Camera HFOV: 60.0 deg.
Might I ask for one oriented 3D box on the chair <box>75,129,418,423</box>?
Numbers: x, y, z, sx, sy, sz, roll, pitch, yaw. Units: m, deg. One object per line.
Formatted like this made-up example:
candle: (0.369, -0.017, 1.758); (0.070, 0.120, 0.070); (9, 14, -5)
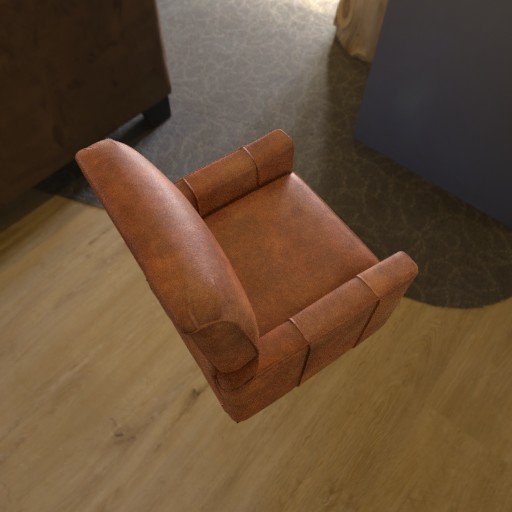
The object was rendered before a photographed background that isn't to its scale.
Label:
chair: (0.000, 0.000, 1.654); (0.836, 1.043, 0.843); (-29, 62, -17)
